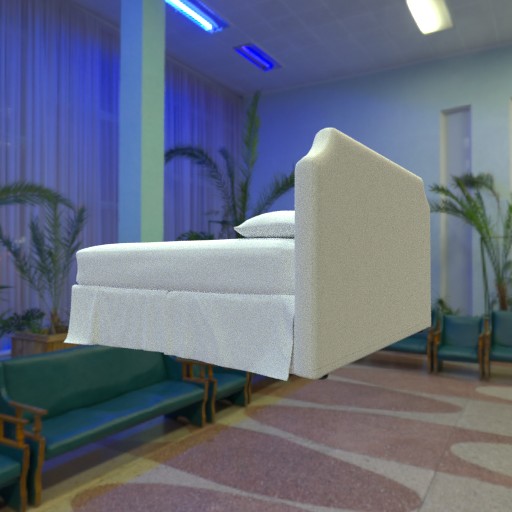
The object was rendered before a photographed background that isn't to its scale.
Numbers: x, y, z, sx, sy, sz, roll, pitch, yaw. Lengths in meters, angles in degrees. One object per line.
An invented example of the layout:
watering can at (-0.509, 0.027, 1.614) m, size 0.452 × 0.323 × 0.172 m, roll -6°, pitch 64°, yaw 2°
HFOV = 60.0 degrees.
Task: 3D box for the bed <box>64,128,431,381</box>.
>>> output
bed at (0.000, 0.000, 3.590) m, size 2.204 × 1.301 × 2.160 m, roll -1°, pitch -1°, yaw 35°
